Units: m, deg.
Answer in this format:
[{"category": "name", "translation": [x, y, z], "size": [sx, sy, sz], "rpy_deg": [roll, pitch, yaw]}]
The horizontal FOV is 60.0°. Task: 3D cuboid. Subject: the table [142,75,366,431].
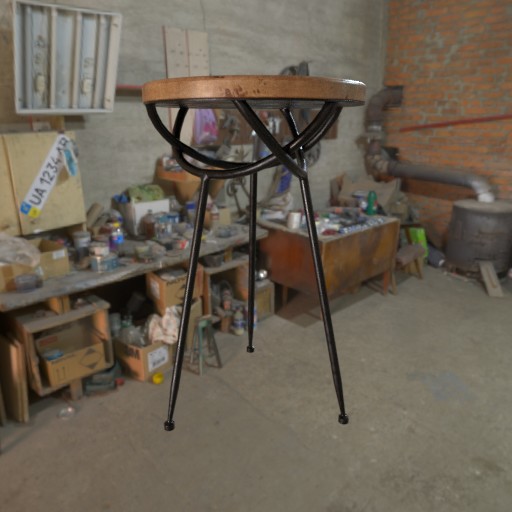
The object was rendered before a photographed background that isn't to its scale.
[{"category": "table", "translation": [0.000, 0.000, 0.927], "size": [0.414, 0.664, 0.418], "rpy_deg": [3, 17, 9]}]
